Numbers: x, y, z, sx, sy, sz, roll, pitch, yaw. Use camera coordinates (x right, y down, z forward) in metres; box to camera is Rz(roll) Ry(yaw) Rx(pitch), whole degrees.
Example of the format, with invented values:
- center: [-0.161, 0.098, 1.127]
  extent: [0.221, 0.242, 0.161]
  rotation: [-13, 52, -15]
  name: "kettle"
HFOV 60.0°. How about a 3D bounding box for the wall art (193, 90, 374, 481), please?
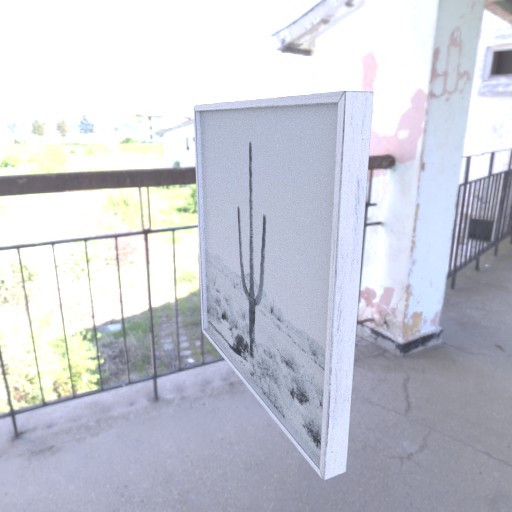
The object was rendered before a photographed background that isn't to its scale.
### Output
- center: [0.000, 0.000, 0.767]
  extent: [0.038, 0.508, 0.508]
  rotation: [-8, 19, -25]
  name: "wall art"
